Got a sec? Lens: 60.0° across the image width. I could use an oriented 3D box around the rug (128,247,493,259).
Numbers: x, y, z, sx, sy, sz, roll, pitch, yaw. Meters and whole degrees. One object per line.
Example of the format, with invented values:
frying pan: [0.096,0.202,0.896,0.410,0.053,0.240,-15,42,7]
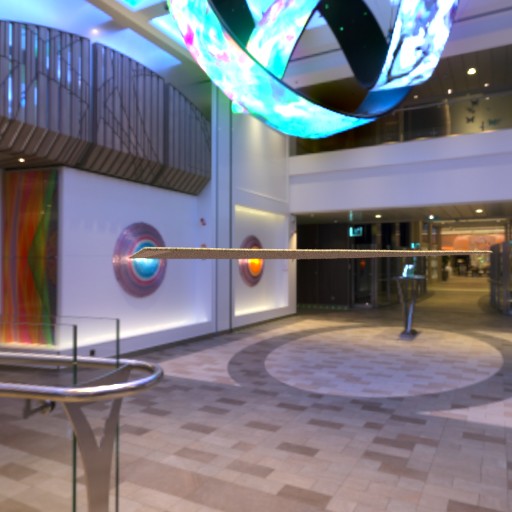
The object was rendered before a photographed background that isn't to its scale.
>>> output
rug: [0.000,0.000,2.326,1.250,0.015,1.850,0,-1,-17]
